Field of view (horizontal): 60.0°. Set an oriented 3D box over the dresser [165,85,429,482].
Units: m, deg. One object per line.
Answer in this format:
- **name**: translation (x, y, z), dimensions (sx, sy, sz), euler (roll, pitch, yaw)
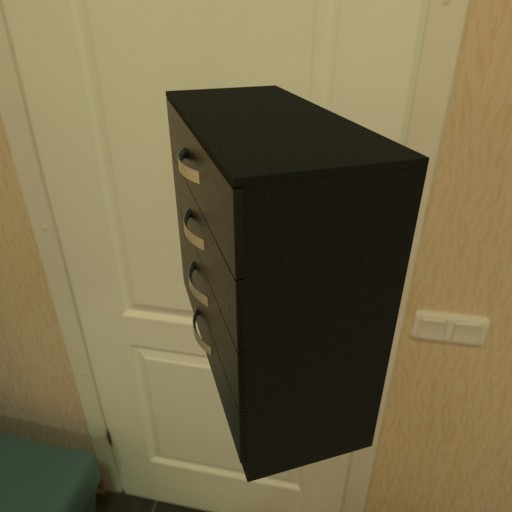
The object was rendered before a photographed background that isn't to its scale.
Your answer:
- **dresser**: translation (0.000, 0.000, 1.166), dimensions (0.360, 0.720, 0.750), euler (-9, 31, -15)
